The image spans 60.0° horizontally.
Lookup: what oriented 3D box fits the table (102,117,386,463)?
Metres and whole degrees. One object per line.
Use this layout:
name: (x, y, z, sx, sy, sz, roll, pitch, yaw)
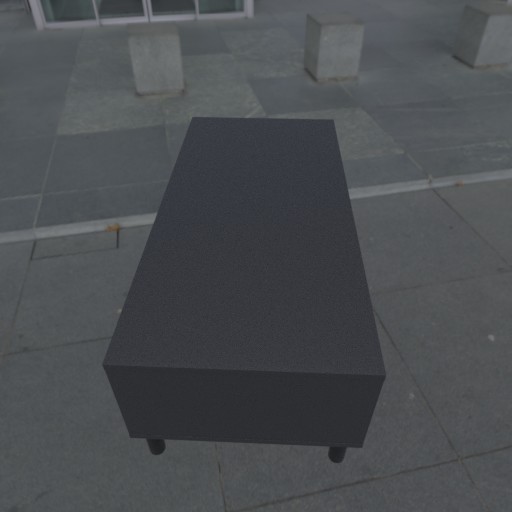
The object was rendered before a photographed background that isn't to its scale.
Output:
table: (0.000, 0.000, 1.362, 0.550, 0.400, 1.100, 2, 41, 2)
